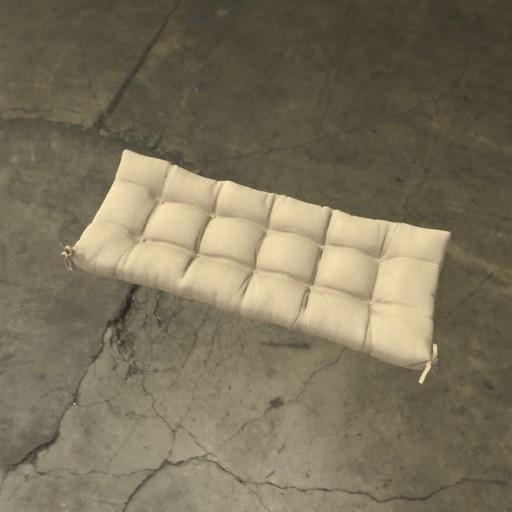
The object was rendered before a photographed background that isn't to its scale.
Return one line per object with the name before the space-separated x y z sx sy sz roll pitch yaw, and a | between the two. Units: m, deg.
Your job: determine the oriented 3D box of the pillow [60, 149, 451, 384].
pillow | 0.000 0.000 1.383 1.194 0.174 0.511 16 64 8
